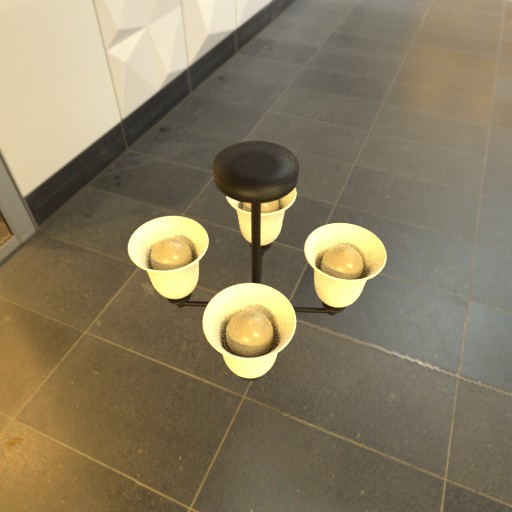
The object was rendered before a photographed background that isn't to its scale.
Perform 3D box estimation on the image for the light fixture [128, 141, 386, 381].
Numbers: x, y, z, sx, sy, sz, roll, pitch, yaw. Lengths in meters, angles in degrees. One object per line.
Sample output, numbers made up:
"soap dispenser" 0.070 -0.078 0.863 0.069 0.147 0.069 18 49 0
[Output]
"light fixture" 0.000 0.000 1.880 1.069 0.925 1.069 3 46 3
